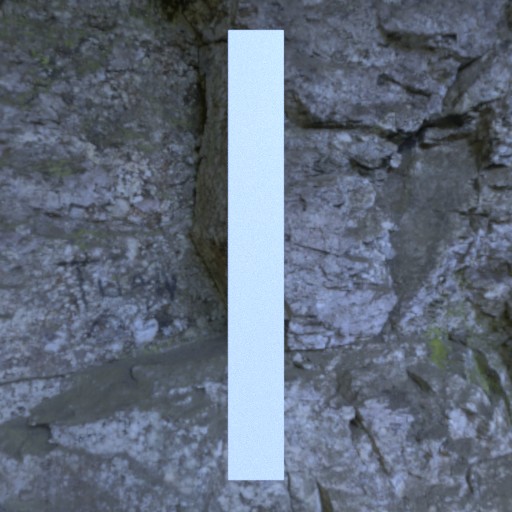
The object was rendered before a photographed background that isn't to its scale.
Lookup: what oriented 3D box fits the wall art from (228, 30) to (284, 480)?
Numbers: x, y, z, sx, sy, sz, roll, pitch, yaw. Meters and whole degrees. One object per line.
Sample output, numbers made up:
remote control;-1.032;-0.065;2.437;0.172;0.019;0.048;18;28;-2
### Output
wall art;0.000;0.000;0.452;0.038;0.305;0.305;0;0;0
